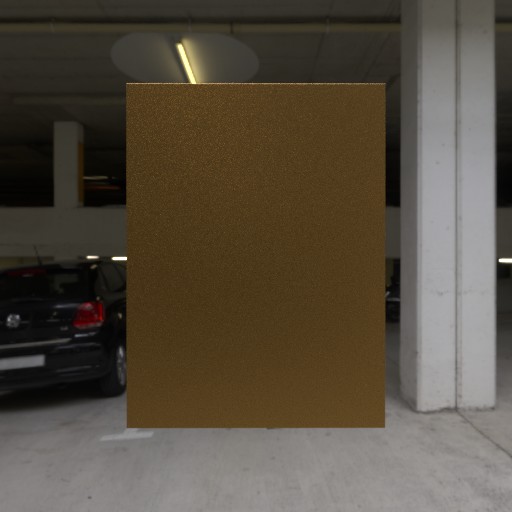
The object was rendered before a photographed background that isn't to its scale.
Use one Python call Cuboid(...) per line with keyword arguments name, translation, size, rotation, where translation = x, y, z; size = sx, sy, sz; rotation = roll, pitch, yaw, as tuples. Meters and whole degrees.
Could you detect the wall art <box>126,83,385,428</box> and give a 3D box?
Cuboid(name="wall art", translation=(0.000, 0.000, 1.063), size=(0.610, 0.812, 0.038), rotation=(0, 0, 0))
